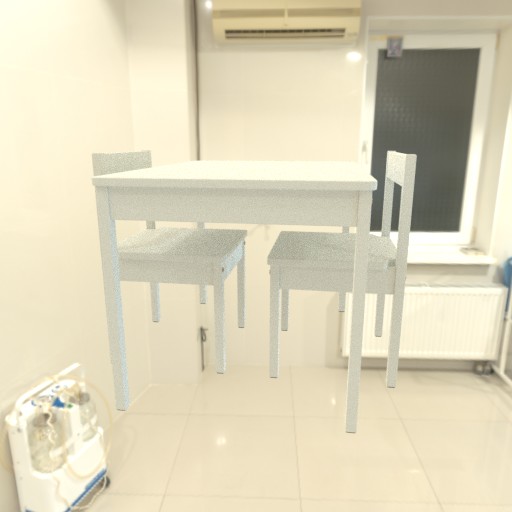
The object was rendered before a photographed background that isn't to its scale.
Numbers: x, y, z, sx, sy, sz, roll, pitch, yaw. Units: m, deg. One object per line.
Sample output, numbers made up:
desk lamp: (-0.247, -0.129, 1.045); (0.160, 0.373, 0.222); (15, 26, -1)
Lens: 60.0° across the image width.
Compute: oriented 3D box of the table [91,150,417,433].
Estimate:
table: (0.000, 0.000, 1.099); (0.672, 0.503, 0.650); (2, 15, 9)
